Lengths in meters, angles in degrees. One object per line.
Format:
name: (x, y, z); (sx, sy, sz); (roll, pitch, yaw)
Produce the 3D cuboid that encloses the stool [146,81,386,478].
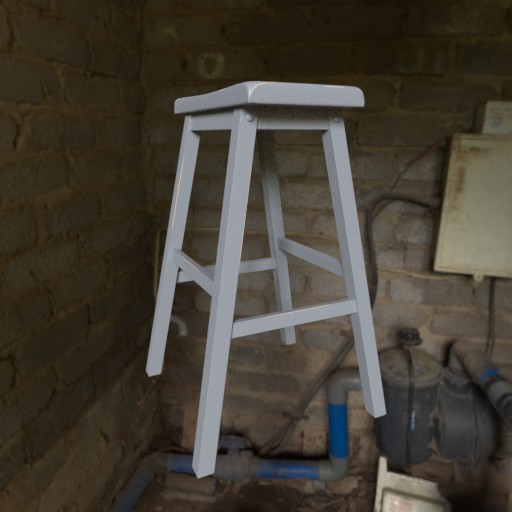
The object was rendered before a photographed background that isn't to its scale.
stool: (0.000, 0.000, 1.069); (0.476, 0.737, 0.457); (-7, 17, -25)
